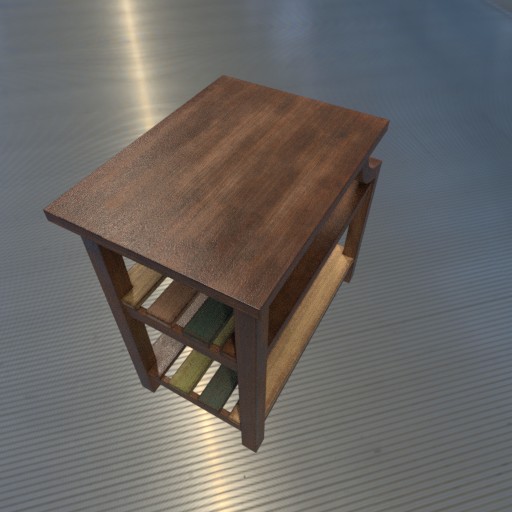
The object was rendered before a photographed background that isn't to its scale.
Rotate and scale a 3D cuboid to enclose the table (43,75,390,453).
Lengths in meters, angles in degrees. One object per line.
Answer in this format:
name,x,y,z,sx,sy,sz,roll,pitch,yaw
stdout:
table,0.000,0.000,0.967,0.356,0.584,0.609,23,51,19
